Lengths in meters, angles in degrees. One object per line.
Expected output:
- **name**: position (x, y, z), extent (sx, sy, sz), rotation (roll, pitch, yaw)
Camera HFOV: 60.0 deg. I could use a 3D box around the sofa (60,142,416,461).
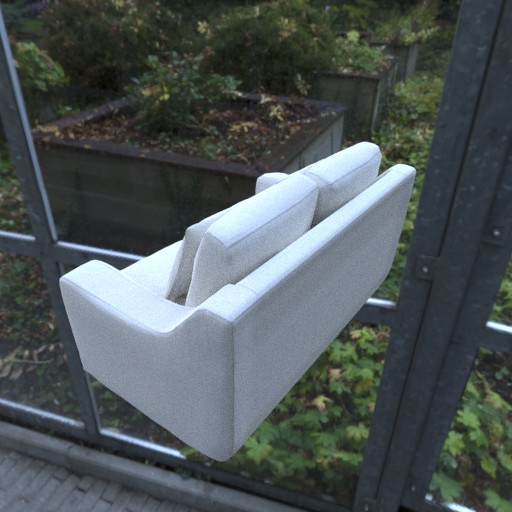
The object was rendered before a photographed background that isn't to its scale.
- **sofa**: position (0.000, 0.000, 2.368), extent (1.040, 1.047, 1.744), rotation (21, 37, 31)
